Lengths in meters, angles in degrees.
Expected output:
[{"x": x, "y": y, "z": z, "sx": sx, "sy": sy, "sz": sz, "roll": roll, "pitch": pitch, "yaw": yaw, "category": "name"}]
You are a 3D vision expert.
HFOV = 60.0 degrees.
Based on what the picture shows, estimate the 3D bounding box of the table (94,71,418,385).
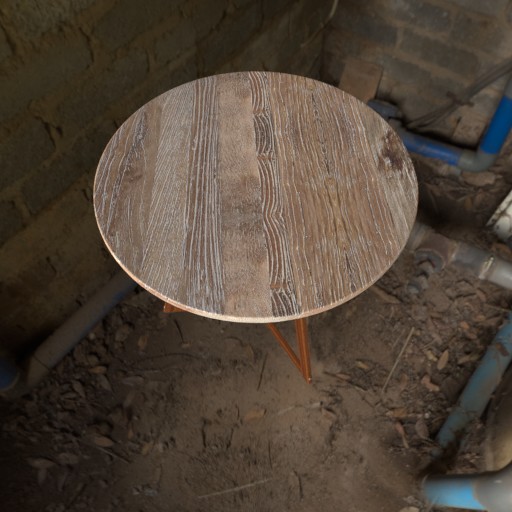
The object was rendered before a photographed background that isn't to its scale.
[{"x": 0.000, "y": 0.000, "z": 0.903, "sx": 0.500, "sy": 0.500, "sz": 0.500, "roll": 0, "pitch": 58, "yaw": 0, "category": "table"}]
